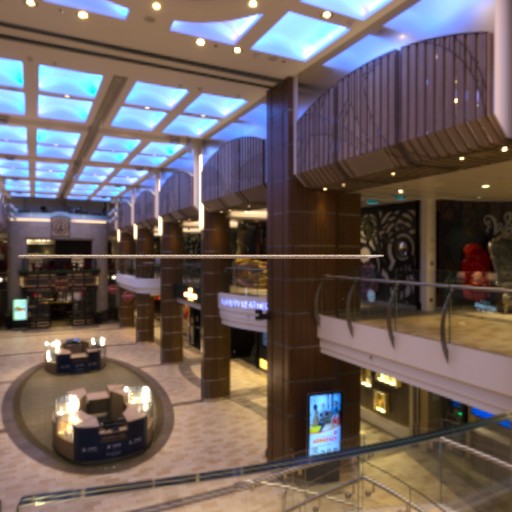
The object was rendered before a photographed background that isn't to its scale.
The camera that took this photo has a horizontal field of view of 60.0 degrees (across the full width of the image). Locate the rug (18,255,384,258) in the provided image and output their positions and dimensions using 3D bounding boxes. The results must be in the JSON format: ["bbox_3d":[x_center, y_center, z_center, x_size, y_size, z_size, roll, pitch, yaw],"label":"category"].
[{"bbox_3d":[0.000,0.000,2.272,1.219,0.010,1.829,0,0,17],"label":"rug"}]
